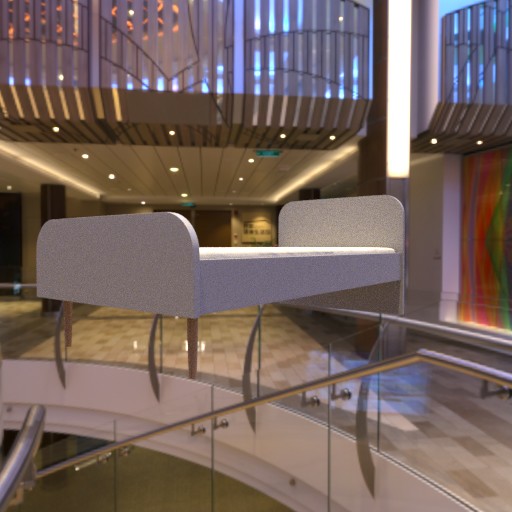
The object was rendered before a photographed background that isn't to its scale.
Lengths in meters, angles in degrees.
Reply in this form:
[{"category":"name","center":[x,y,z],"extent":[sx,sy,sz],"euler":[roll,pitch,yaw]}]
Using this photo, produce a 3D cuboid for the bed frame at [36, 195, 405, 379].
[{"category":"bed frame","center":[0.000,0.000,2.479],"extent":[0.998,0.805,1.963],"euler":[1,2,37]}]
